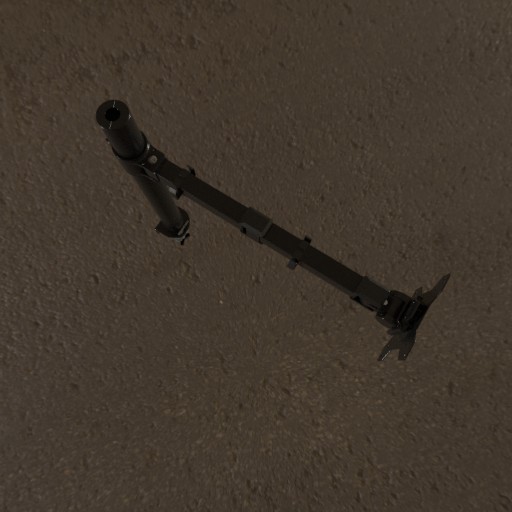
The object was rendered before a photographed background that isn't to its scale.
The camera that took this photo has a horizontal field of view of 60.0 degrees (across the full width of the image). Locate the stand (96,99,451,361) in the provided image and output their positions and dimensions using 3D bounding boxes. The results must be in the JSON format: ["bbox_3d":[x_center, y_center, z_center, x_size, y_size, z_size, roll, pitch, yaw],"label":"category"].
[{"bbox_3d":[0.000,0.000,0.730,0.456,0.510,0.115,31,78,7],"label":"stand"}]
